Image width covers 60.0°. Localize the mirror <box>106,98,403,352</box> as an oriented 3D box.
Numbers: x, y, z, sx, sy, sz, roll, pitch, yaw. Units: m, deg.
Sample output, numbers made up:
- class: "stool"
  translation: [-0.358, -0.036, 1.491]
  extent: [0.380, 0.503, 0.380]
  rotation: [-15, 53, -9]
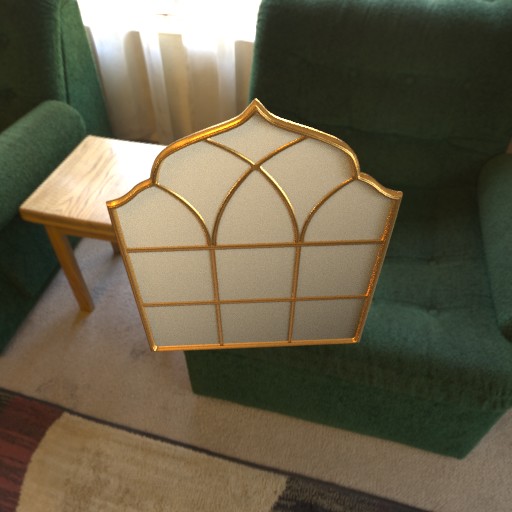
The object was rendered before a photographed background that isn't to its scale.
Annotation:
- class: "mirror"
  translation: [0.000, 0.000, 0.860]
  extent: [0.513, 0.635, 0.018]
  rotation: [-2, 46, -2]
